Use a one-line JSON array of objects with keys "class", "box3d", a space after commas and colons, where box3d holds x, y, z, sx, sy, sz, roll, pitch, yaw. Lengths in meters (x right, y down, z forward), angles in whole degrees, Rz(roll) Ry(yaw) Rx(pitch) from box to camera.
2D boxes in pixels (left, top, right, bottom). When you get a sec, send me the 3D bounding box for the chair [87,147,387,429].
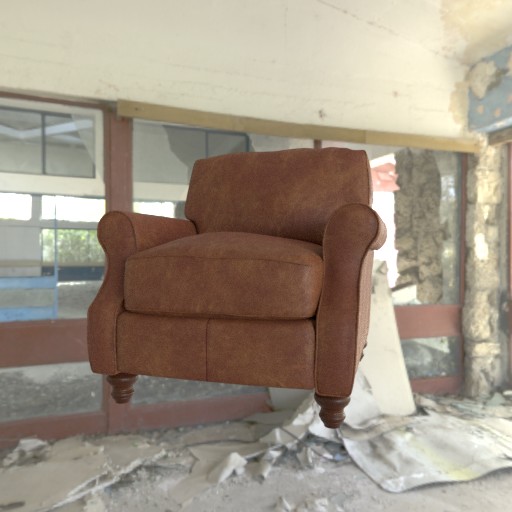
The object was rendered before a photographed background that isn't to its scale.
[{"class": "chair", "box3d": [0.000, 0.000, 1.737, 0.983, 0.962, 0.986, 0, 0, 17]}]
